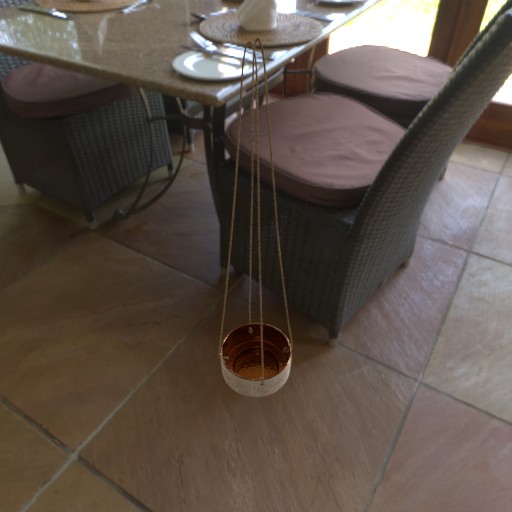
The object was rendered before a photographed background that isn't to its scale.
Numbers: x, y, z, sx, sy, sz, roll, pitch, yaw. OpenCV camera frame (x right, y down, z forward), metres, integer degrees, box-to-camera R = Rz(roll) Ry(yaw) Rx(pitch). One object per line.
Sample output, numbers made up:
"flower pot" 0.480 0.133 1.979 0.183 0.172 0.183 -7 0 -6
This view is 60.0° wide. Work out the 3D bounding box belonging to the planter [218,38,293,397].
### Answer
"planter" 0.000 0.000 1.131 0.223 1.030 0.223 25 47 26
